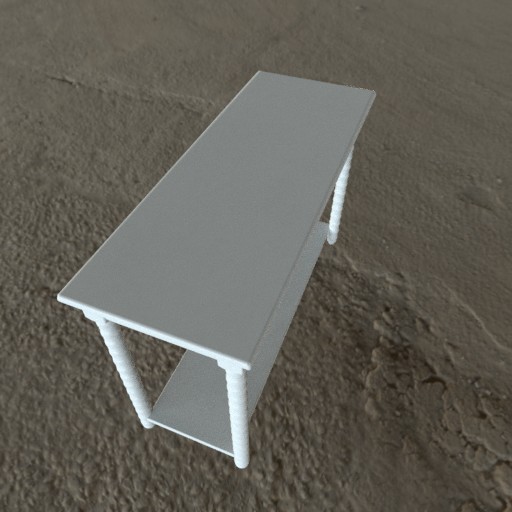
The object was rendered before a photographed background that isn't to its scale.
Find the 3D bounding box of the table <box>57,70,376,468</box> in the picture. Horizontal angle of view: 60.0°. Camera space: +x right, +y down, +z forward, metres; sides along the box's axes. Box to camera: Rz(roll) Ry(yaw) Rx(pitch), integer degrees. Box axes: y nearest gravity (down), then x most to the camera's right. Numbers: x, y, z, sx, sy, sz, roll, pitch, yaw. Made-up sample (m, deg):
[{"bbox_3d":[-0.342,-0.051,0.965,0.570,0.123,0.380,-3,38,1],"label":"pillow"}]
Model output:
[{"bbox_3d":[0.000,0.000,1.529,0.459,0.740,1.184,16,49,15],"label":"table"}]
